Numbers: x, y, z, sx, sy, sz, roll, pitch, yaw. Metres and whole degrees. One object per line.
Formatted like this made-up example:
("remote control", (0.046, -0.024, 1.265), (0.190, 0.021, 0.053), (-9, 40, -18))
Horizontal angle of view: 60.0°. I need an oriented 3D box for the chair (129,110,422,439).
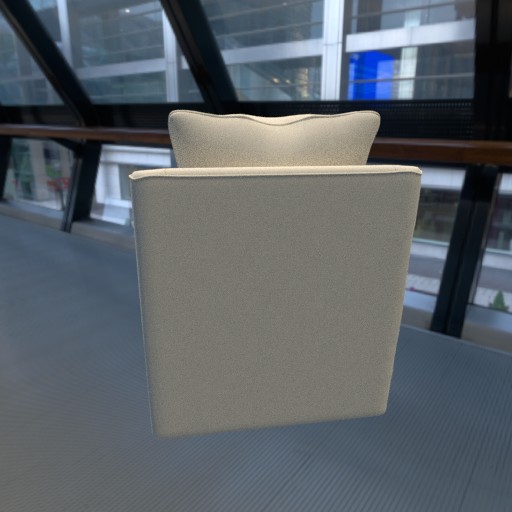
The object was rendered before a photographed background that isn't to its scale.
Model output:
("chair", (0.000, 0.000, 1.578), (0.756, 0.965, 0.876), (-3, 17, -9))
